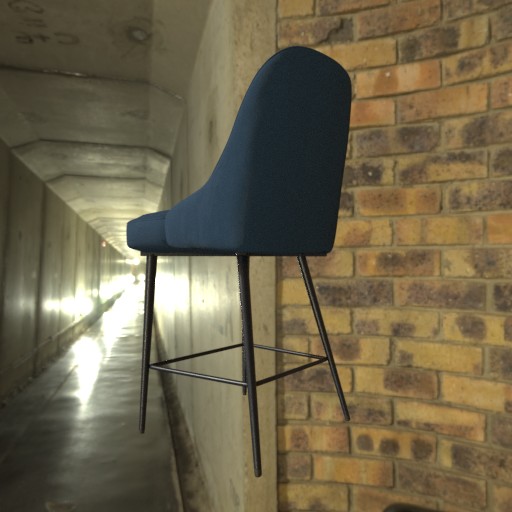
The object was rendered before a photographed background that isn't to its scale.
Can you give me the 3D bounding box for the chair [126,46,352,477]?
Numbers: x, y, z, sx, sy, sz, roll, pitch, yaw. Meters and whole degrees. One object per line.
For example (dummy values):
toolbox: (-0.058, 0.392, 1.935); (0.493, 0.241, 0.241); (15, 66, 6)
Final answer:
chair: (0.000, 0.000, 1.204); (0.489, 0.927, 0.526); (0, -1, 38)
